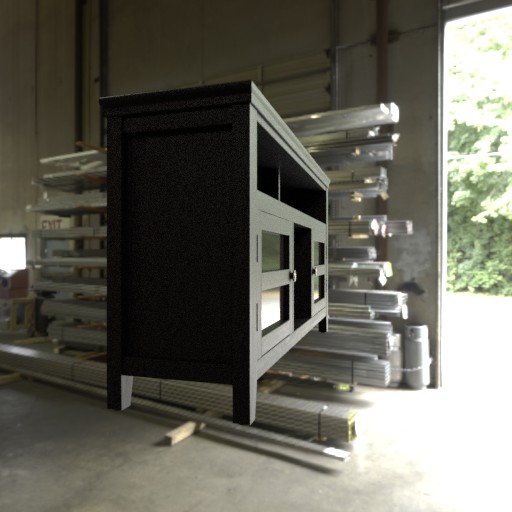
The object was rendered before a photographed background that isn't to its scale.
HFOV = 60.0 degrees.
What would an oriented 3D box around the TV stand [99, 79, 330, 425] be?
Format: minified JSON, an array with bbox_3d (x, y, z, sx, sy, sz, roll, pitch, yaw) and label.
[{"bbox_3d":[0.000,0.000,1.475,0.347,0.681,1.198,0,0,17],"label":"TV stand"}]
